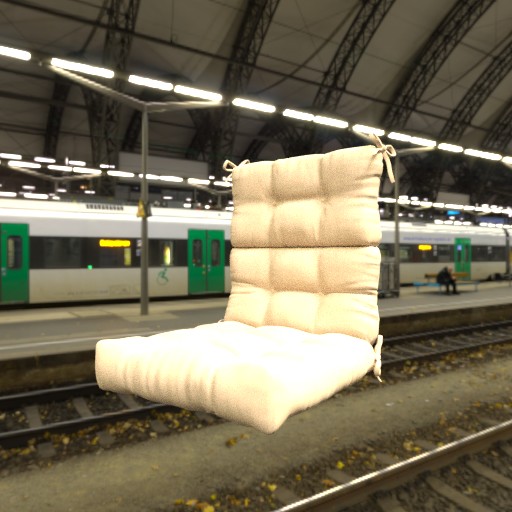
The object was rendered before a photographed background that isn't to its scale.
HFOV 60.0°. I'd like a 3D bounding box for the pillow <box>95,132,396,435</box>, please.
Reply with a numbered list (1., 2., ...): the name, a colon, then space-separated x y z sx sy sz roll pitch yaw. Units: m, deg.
1. pillow: 0.000 0.000 1.043 0.519 0.605 0.571 0 0 36
